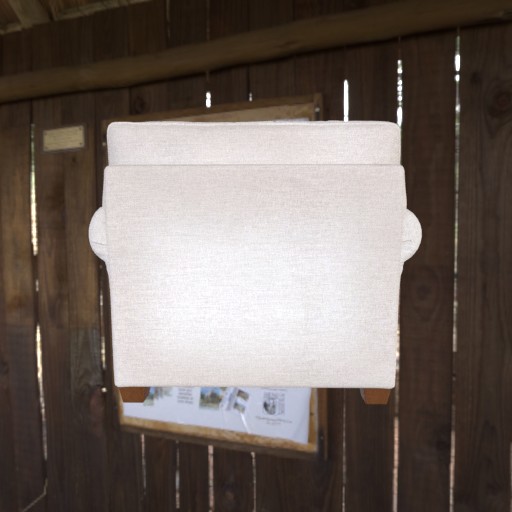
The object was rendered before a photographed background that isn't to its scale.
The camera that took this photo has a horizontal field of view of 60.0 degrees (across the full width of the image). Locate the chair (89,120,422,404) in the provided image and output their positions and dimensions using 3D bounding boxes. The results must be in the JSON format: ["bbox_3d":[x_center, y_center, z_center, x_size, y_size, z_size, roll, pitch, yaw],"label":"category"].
[{"bbox_3d":[0.000,0.000,1.830,1.092,0.961,0.965,0,2,1],"label":"chair"}]
